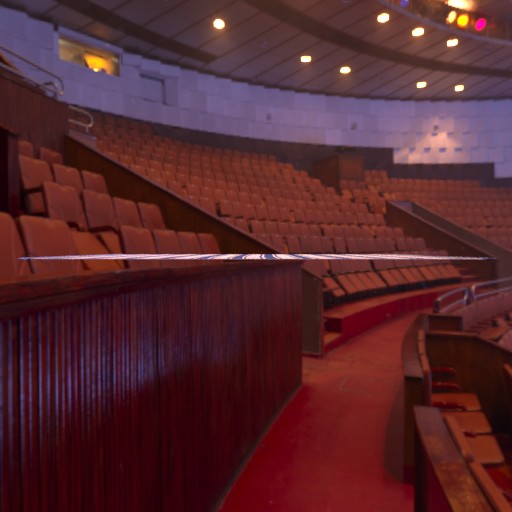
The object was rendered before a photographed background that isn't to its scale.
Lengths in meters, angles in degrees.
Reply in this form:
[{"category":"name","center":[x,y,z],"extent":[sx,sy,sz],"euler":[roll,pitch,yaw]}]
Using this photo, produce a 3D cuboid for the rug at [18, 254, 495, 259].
[{"category":"rug","center":[0.000,0.000,2.883],"extent":[2.315,0.010,1.544],"euler":[0,1,1]}]
